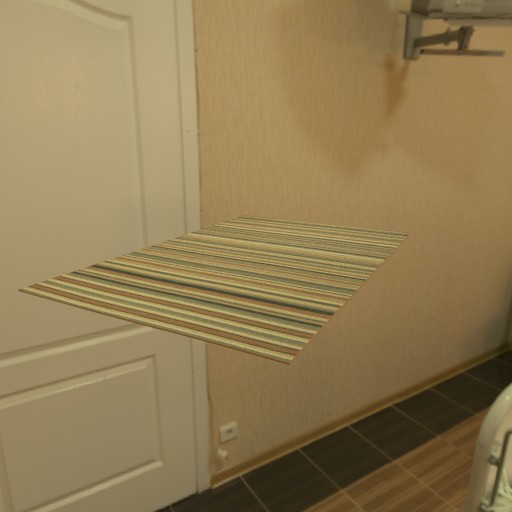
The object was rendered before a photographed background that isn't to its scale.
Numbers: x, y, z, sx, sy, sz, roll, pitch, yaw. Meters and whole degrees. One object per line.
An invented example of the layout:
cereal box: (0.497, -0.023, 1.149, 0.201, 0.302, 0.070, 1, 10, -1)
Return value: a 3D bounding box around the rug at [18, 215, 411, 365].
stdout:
rug: (0.000, 0.000, 2.294, 1.219, 0.008, 1.829, 9, 18, 28)
